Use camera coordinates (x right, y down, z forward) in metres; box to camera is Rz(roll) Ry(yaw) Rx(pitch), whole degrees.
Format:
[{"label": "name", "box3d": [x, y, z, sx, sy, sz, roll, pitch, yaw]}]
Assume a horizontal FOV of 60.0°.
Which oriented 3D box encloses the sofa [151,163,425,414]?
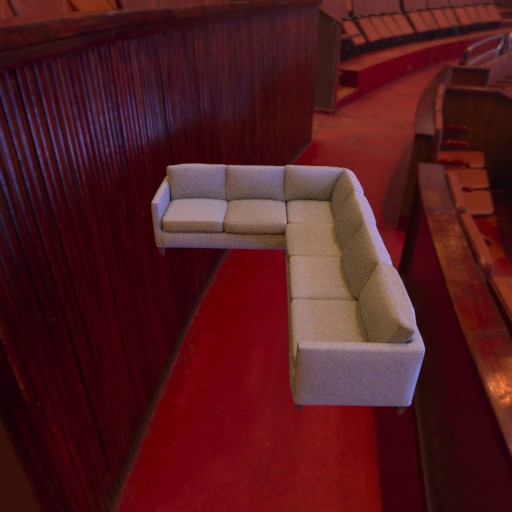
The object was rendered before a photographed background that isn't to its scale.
[{"label": "sofa", "box3d": [0.000, 0.000, 4.664, 2.592, 0.947, 3.301, 1, 32, 2]}]
